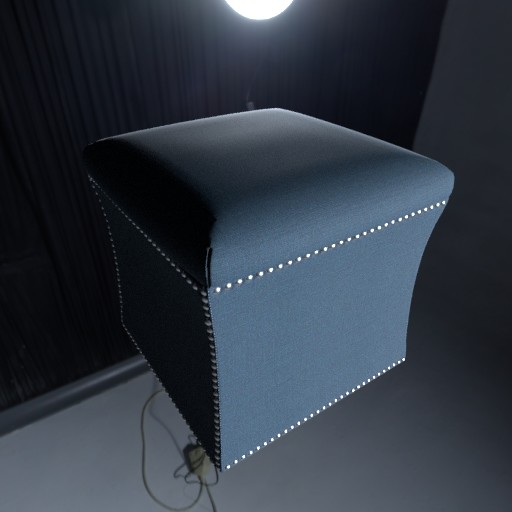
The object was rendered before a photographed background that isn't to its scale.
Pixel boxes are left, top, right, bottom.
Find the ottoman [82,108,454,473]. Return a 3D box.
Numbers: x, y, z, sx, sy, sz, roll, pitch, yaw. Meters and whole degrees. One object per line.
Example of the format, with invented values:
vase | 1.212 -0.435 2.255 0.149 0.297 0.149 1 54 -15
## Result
ottoman | 0.000 0.000 0.891 0.497 0.475 0.507 -20 37 -28
